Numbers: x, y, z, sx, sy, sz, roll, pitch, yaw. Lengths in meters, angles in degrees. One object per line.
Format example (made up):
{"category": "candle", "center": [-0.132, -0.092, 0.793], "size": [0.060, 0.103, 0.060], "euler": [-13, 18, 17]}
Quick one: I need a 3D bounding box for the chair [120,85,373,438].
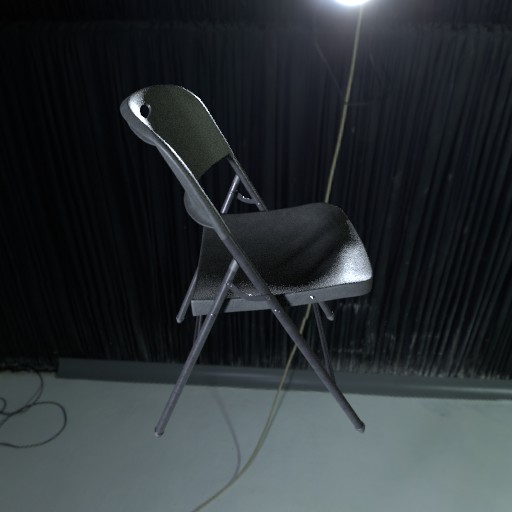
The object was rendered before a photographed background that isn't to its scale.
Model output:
{"category": "chair", "center": [0.000, 0.000, 1.162], "size": [0.566, 0.810, 0.494], "euler": [-1, 32, -1]}
